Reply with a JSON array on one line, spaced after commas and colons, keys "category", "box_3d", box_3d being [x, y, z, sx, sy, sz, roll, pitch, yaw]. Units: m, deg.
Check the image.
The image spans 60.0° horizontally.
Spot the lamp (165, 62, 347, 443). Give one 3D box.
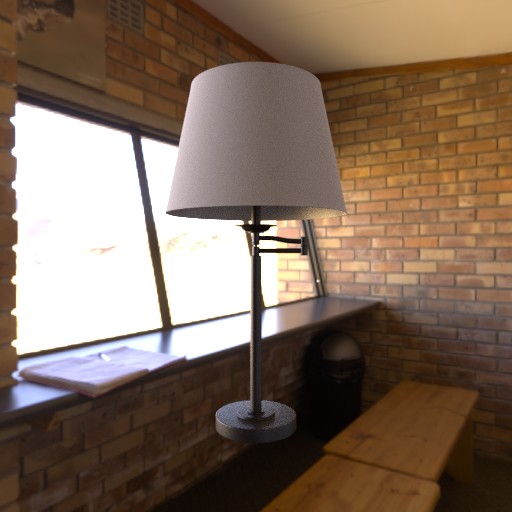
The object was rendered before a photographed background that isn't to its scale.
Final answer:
[{"category": "lamp", "box_3d": [0.000, 0.000, 0.902, 0.363, 0.696, 0.363, 0, 1, 0]}]
